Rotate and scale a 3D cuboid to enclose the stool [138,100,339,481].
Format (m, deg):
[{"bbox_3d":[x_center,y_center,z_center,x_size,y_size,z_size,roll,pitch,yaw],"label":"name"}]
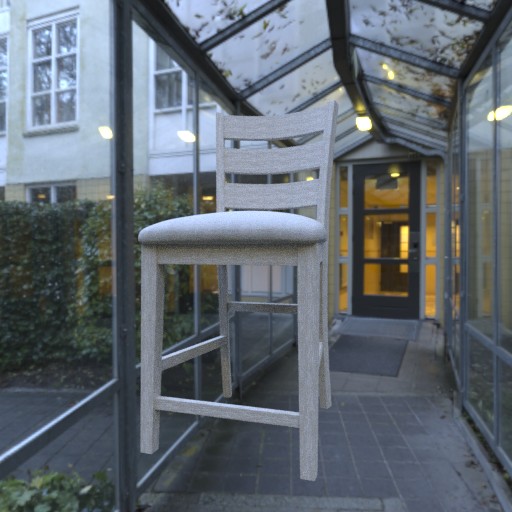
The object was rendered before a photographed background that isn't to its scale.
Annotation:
[{"bbox_3d":[0.000,0.000,1.344,0.484,1.032,0.569,0,1,18],"label":"stool"}]
